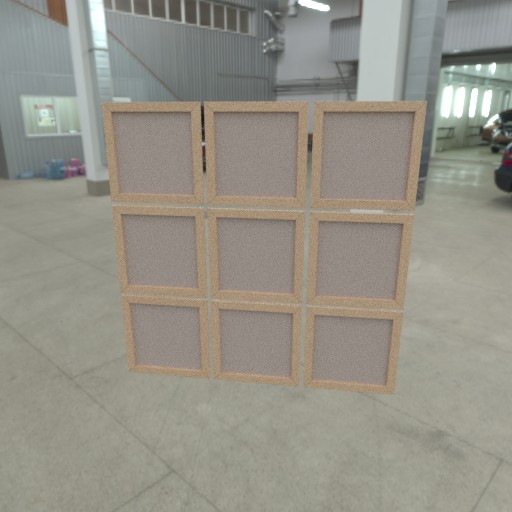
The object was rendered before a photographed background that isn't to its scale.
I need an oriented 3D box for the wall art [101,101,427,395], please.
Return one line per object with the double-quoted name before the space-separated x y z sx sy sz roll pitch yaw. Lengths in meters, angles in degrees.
"wall art" 0.000 0.000 1.384 0.917 0.910 0.012 3 18 8
